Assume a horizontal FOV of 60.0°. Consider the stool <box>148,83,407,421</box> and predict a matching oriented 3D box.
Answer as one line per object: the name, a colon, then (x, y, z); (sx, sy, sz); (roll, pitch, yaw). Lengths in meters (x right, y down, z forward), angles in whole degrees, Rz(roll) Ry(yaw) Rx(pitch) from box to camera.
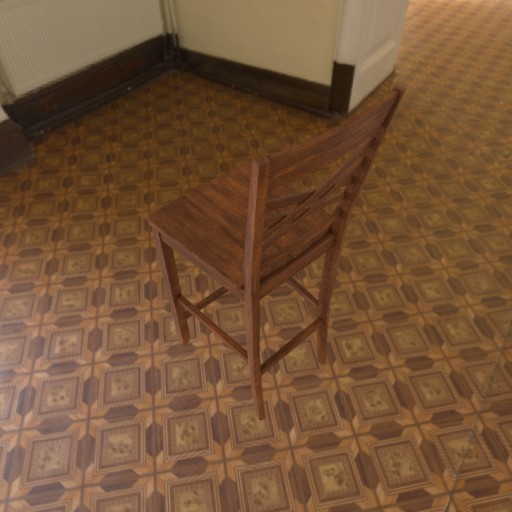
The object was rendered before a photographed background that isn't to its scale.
stool: (0.000, 0.000, 1.346); (0.426, 1.098, 0.504); (-33, 55, -28)
